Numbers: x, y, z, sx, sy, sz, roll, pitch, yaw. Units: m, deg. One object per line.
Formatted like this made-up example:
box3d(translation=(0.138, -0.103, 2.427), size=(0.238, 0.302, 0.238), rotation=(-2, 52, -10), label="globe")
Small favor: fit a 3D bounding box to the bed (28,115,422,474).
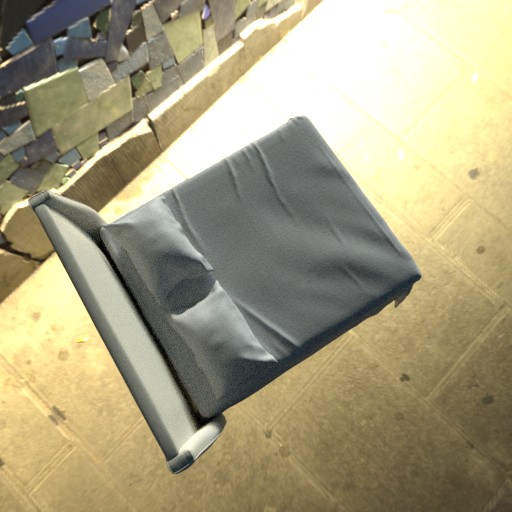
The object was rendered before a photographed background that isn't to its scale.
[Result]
box3d(translation=(0.000, 0.000, 3.383), size=(2.276, 1.332, 1.925), rotation=(-31, 78, -7), label="bed")
